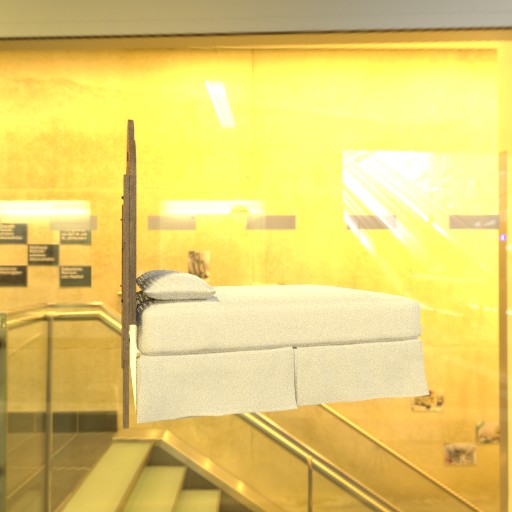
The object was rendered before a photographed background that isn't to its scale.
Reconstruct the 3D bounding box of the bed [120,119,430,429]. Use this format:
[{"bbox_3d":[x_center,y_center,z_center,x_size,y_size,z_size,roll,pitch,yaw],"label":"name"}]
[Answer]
[{"bbox_3d":[0.000,0.000,3.663,2.138,2.019,1.713,0,0,-17],"label":"bed"}]
